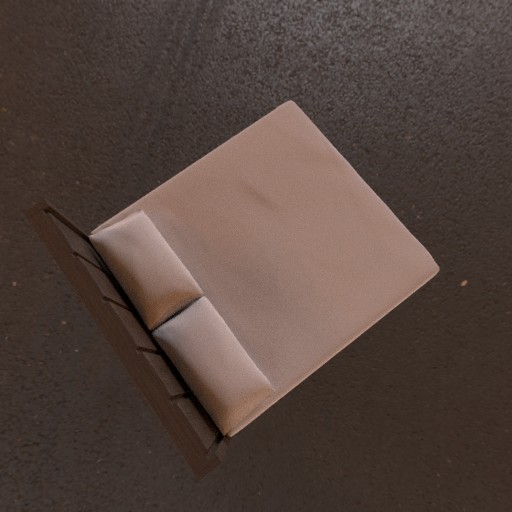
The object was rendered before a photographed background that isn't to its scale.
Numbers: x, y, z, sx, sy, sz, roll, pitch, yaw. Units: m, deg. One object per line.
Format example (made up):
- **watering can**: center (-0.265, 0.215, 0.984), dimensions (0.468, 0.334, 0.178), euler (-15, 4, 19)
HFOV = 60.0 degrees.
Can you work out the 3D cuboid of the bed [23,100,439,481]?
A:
- **bed**: center (0.000, 0.000, 3.076), dimensions (1.992, 1.261, 1.735), euler (-36, 78, -9)
